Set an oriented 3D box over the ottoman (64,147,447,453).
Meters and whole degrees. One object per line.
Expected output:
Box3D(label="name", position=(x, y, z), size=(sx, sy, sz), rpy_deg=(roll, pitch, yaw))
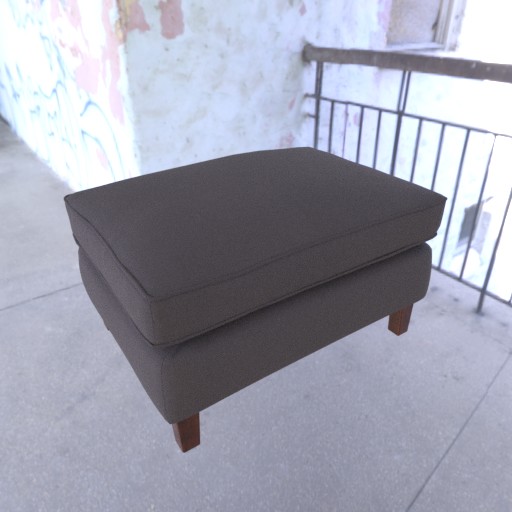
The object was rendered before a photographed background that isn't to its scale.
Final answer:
Box3D(label="ottoman", position=(0.000, 0.000, 0.997), size=(0.686, 0.406, 0.508), rpy_deg=(-18, 34, -29))
